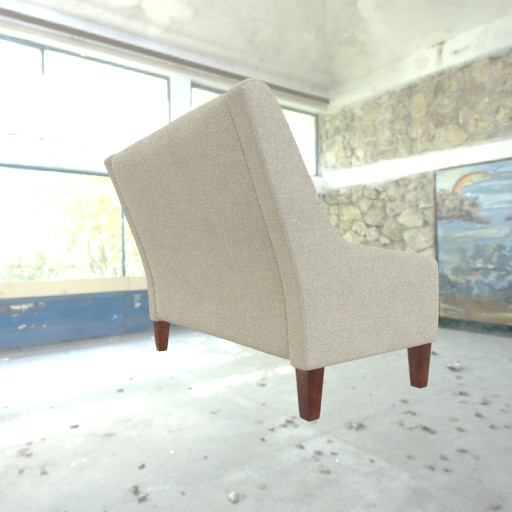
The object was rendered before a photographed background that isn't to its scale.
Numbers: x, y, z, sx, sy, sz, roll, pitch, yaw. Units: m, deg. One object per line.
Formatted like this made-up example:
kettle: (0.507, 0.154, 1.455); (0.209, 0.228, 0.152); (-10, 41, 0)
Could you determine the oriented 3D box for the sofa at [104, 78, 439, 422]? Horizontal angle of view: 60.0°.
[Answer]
sofa: (0.000, 0.000, 1.911); (0.946, 0.976, 1.212); (0, 1, -35)
